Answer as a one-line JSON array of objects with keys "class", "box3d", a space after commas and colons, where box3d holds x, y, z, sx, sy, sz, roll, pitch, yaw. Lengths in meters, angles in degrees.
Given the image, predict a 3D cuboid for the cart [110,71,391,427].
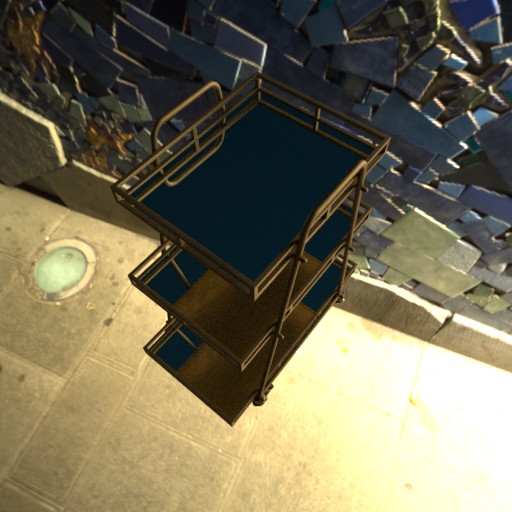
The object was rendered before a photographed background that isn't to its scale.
[{"class": "cart", "box3d": [0.000, 0.000, 1.271, 0.441, 0.883, 0.711, 34, 64, 19]}]
